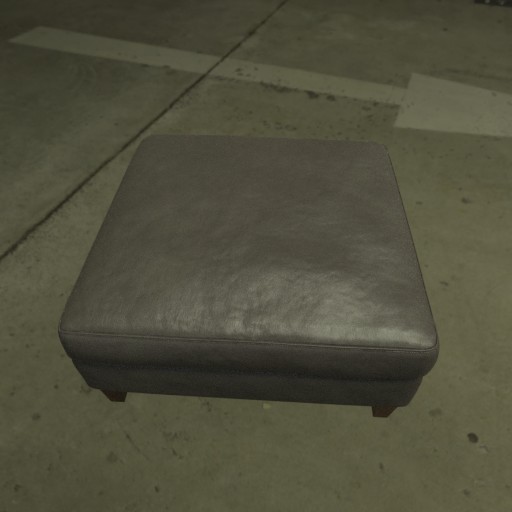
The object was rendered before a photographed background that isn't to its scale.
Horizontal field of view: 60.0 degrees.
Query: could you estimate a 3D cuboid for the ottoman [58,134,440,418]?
[{"bbox_3d":[0.000,0.000,1.311,0.836,0.415,0.844,3,46,2],"label":"ottoman"}]
